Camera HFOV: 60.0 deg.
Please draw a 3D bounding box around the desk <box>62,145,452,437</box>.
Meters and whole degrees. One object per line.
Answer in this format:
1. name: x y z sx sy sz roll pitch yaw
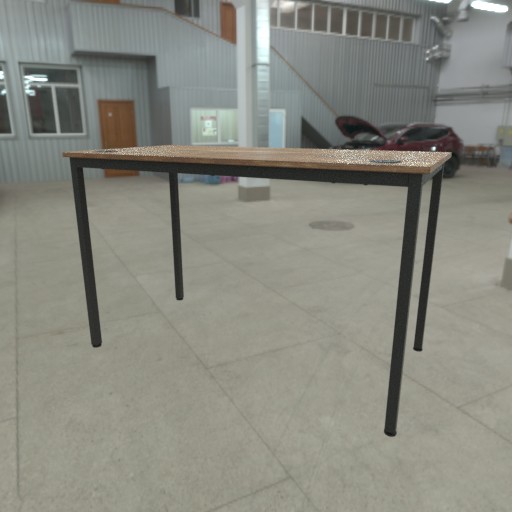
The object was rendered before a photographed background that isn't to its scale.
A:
1. desk: 0.000 0.000 1.631 1.200 0.749 0.600 8 19 26
